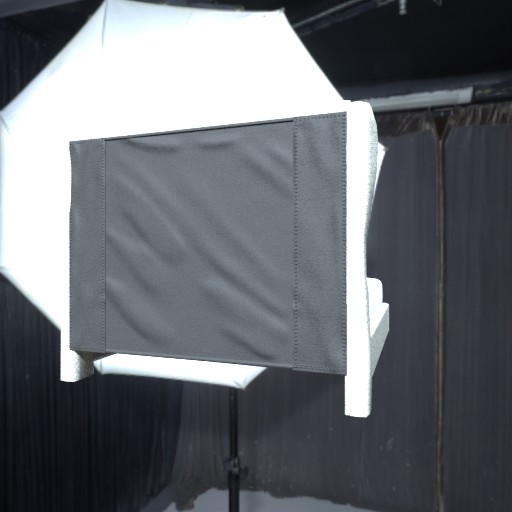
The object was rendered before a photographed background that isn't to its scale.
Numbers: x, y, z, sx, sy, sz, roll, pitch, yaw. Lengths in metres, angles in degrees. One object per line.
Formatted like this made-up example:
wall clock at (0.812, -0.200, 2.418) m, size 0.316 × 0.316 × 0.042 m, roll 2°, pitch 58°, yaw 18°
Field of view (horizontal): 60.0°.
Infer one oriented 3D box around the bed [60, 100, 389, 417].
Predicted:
bed at (0.000, 0.000, 3.895) m, size 2.219 × 1.771 × 2.347 m, roll 0°, pitch 0°, yaw 20°
